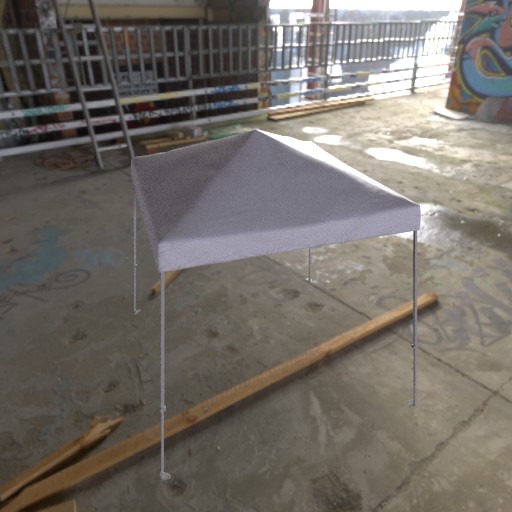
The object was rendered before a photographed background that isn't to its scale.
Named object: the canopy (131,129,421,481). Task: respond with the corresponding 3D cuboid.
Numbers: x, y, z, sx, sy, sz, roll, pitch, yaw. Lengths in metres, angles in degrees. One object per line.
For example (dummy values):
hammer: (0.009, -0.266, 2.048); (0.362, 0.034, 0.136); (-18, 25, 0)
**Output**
canopy: (0.000, 0.000, 5.064); (2.849, 2.850, 2.850); (-9, 30, -16)
